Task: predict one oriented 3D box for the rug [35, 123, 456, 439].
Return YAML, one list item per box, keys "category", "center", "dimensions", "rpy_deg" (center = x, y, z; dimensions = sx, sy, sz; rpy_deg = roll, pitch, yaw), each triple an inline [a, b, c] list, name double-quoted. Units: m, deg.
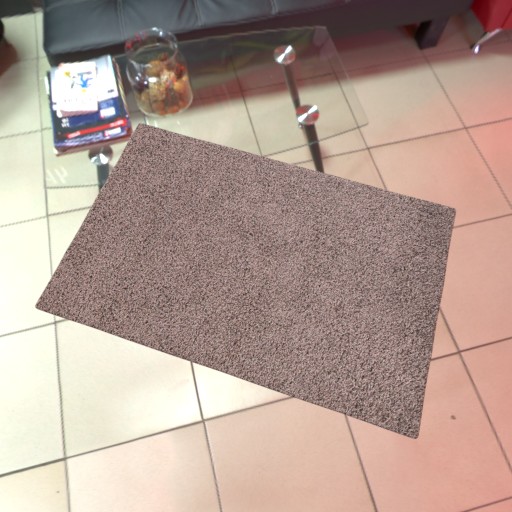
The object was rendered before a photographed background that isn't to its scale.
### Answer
- category: "rug"
  center: [0.000, 0.000, 3.330]
  dimensions: [2.743, 0.030, 1.778]
  rpy_deg: [17, 66, 8]
